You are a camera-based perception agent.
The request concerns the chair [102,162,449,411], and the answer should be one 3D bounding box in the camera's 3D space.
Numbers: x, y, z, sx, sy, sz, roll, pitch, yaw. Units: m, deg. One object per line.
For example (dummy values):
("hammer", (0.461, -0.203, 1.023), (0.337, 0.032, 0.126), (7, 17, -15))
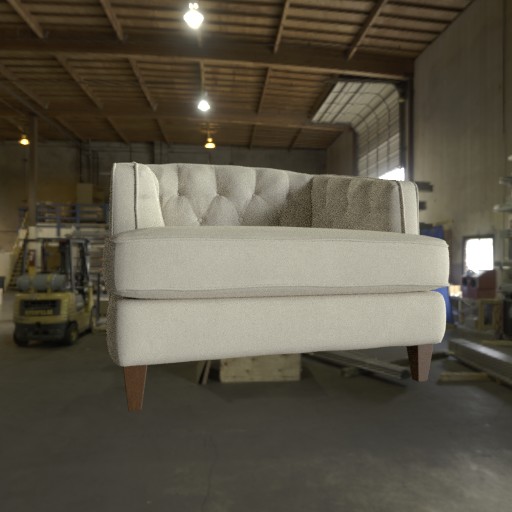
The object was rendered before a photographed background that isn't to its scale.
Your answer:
("chair", (0.000, 0.000, 1.713), (1.104, 0.852, 0.941), (0, 0, -18))
